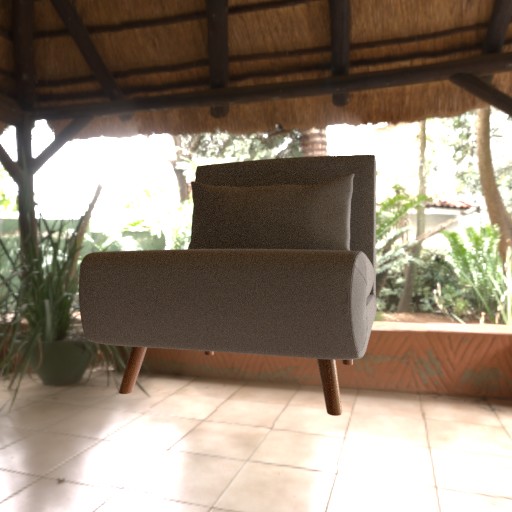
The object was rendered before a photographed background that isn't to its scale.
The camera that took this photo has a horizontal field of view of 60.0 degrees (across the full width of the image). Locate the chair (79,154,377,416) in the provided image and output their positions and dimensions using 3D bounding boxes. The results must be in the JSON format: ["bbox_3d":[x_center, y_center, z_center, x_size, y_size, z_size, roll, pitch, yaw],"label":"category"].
[{"bbox_3d":[0.000,0.000,1.491,0.770,0.808,0.902,0,0,17],"label":"chair"}]
